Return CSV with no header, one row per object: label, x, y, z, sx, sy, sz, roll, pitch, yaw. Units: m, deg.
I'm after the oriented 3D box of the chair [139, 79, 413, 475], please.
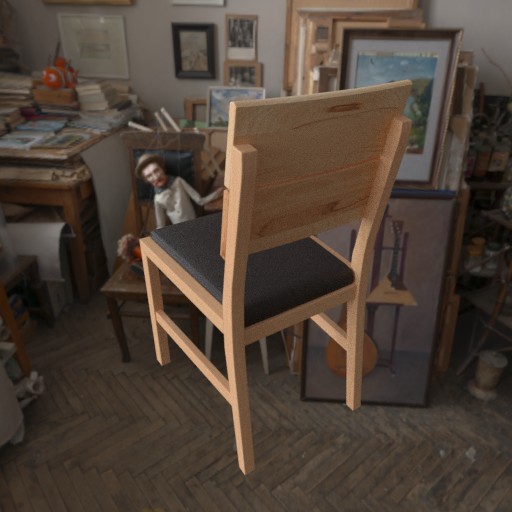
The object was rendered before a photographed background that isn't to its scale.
chair,0.000,0.000,1.234,0.475,0.950,0.560,-18,35,-28
